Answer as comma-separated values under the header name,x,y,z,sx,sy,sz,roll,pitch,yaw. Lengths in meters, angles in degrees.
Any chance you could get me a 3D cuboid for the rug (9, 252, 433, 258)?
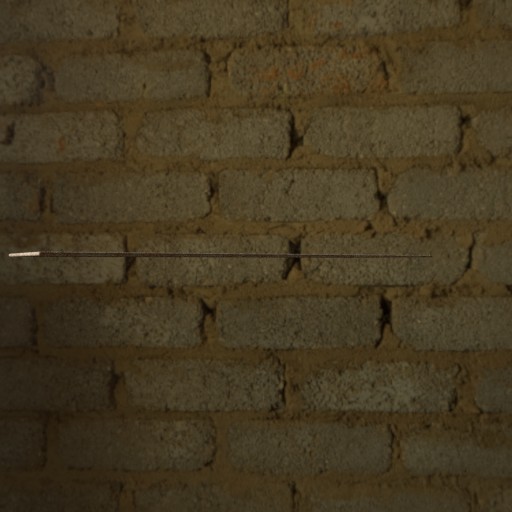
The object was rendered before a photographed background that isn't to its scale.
name,x,y,z,sx,sy,sz,roll,pitch,yaw
rug,0.000,0.000,2.420,2.289,0.013,0.691,0,-1,-36
